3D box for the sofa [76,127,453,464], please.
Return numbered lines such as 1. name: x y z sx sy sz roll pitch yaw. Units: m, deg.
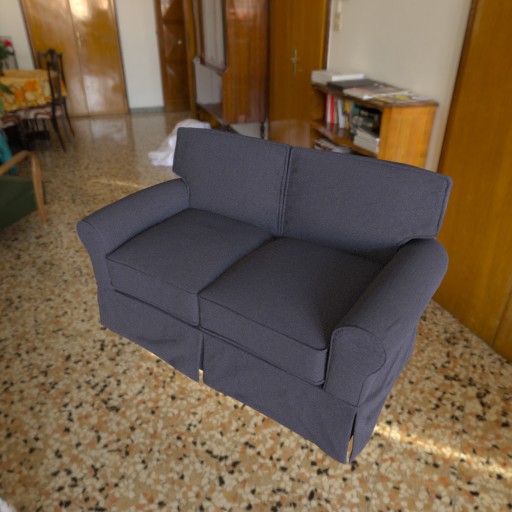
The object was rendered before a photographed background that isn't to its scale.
1. sofa: 0.000 0.000 2.352 1.801 1.059 0.997 19 34 30
